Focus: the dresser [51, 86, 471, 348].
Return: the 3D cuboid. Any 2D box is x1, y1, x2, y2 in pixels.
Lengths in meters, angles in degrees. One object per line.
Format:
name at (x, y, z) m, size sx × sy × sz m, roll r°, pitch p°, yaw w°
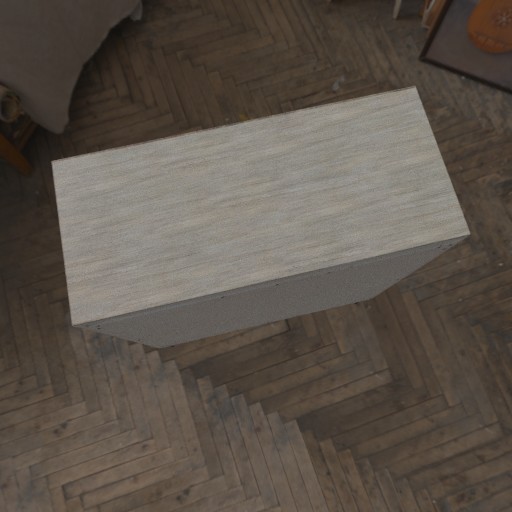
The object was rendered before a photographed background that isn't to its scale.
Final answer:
dresser at (0.000, 0.000, 1.739) m, size 1.016 × 1.219 × 0.457 m, roll -13°, pitch 76°, yaw -3°
